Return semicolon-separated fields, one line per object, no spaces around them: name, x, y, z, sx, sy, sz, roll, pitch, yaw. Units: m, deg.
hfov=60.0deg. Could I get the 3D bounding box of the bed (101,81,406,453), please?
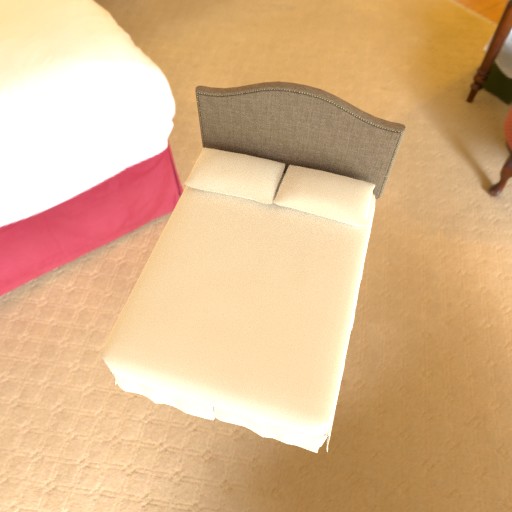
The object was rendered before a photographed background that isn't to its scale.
bed;0.000;0.000;3.303;1.713;1.518;2.153;14;58;9
